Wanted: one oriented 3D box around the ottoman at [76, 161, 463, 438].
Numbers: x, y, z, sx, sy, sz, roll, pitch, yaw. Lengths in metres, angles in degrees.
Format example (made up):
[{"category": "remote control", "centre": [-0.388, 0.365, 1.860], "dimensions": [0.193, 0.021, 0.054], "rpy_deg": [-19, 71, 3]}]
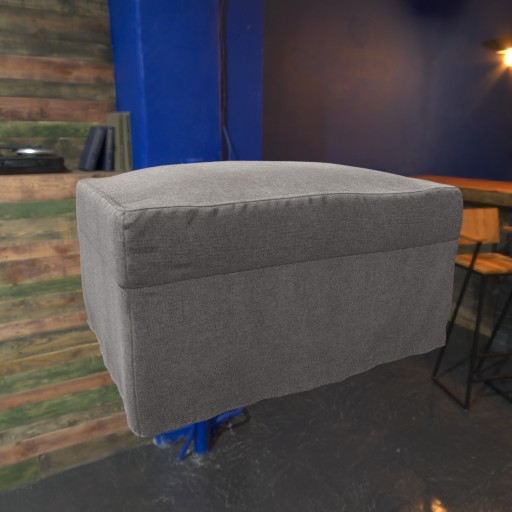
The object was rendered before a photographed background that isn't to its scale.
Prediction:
[{"category": "ottoman", "centre": [0.000, 0.000, 1.198], "dimensions": [0.833, 0.492, 0.652], "rpy_deg": [-8, 17, -27]}]
